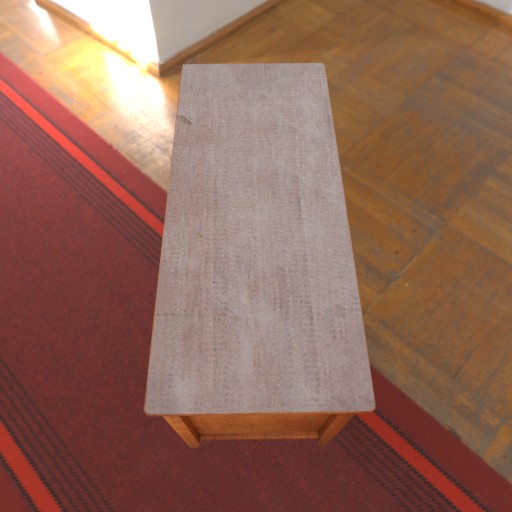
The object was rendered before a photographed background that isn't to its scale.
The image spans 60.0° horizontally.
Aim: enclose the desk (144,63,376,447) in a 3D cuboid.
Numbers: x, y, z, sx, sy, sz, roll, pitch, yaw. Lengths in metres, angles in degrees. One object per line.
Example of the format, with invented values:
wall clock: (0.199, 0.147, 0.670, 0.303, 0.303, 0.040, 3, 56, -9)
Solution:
desk: (0.000, 0.000, 1.755, 0.574, 0.756, 1.353, -1, 59, 0)
